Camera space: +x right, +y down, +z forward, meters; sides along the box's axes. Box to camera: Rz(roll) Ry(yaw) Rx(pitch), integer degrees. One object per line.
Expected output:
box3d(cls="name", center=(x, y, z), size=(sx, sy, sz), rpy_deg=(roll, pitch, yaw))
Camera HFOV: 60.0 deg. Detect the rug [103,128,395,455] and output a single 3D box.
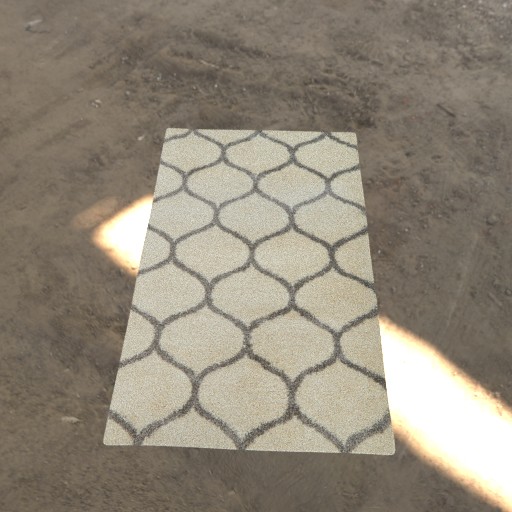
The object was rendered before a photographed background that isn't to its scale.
box3d(cls="rug", center=(0.000, 0.000, 2.892), size=(1.501, 0.024, 2.348), rpy_deg=(2, 58, 1))
